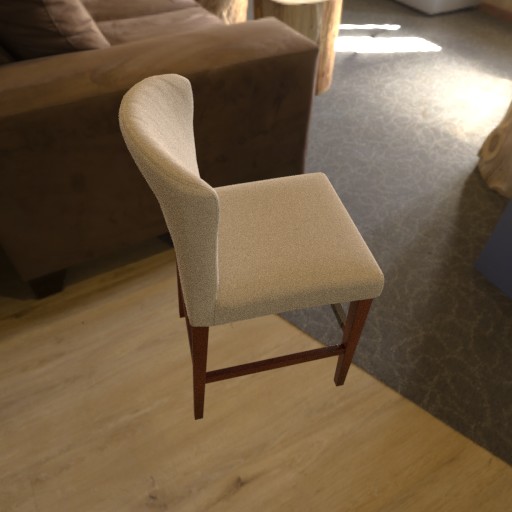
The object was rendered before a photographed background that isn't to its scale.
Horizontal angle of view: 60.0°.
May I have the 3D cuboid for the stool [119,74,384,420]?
[{"bbox_3d":[0.000,0.000,1.275,0.568,0.968,0.479,-10,47,-9],"label":"stool"}]
